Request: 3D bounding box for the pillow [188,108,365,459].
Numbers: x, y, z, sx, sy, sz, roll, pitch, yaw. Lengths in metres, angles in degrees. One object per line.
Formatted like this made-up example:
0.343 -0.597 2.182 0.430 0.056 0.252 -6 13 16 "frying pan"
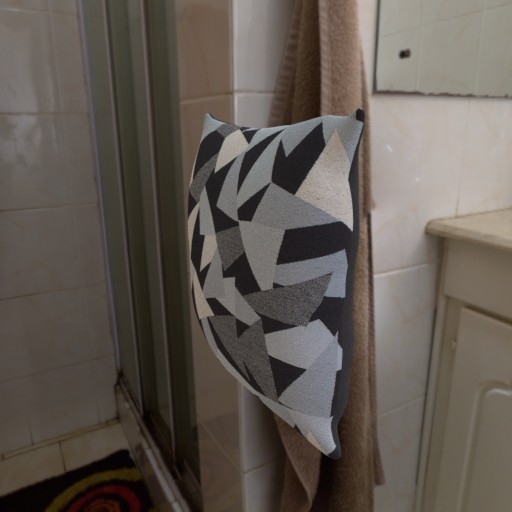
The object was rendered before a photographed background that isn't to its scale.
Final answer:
0.000 0.000 0.786 0.208 0.496 0.503 -8 18 -26 "pillow"
